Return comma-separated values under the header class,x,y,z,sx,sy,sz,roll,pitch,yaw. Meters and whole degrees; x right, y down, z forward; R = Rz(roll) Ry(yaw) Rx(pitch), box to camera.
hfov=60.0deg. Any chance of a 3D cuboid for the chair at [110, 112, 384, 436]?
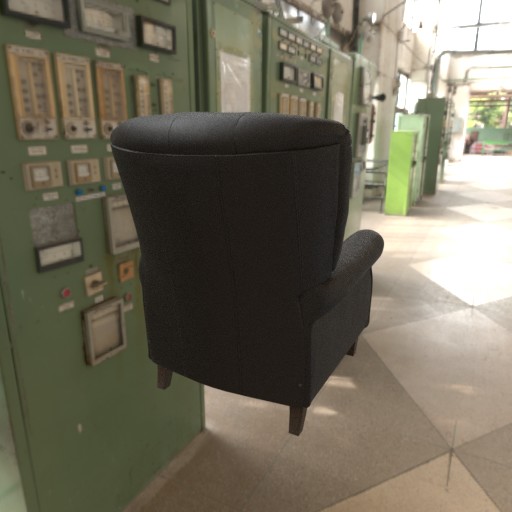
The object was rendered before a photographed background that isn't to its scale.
class,x,y,z,sx,sy,sz,roll,pitch,yaw
chair,0.000,0.000,1.913,0.948,1.158,1.058,8,18,27
